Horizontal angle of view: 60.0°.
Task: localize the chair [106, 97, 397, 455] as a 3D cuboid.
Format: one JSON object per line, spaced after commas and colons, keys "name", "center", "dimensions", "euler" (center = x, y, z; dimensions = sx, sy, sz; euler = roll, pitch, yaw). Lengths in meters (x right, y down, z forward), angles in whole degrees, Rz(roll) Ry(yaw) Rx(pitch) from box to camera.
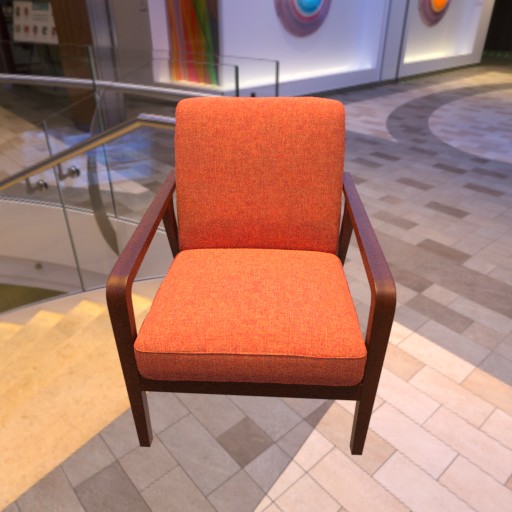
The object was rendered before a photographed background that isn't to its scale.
{"name": "chair", "center": [0.000, 0.000, 1.473], "dimensions": [0.719, 0.890, 0.860], "euler": [1, 31, 2]}
